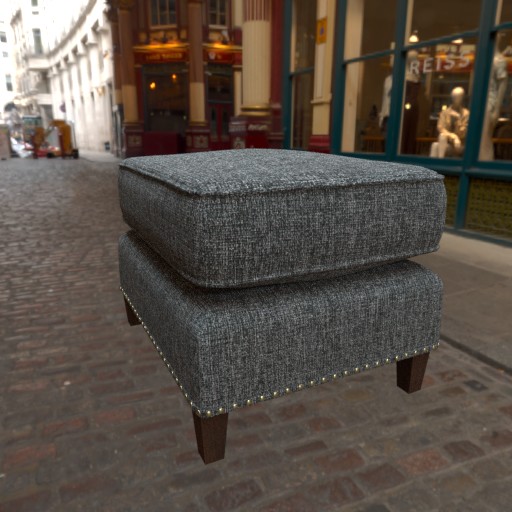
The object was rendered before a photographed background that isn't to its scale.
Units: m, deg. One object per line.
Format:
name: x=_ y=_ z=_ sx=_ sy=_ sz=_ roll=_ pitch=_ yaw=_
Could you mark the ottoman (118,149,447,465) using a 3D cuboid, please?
ottoman: x=0.000 y=0.000 z=1.141 sx=0.589 sy=0.537 sz=0.738 roll=-8 pitch=18 yaw=-26
